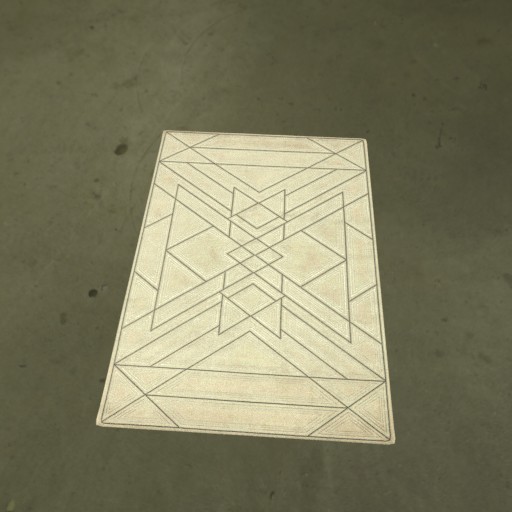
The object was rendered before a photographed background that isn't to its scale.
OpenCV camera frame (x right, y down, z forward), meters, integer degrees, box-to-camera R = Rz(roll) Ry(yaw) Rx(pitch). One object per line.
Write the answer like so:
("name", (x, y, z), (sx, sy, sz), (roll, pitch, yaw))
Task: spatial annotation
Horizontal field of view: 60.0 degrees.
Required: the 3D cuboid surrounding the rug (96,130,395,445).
("rug", (0.000, 0.000, 4.439), (2.436, 0.026, 3.381), (3, 59, 2))
